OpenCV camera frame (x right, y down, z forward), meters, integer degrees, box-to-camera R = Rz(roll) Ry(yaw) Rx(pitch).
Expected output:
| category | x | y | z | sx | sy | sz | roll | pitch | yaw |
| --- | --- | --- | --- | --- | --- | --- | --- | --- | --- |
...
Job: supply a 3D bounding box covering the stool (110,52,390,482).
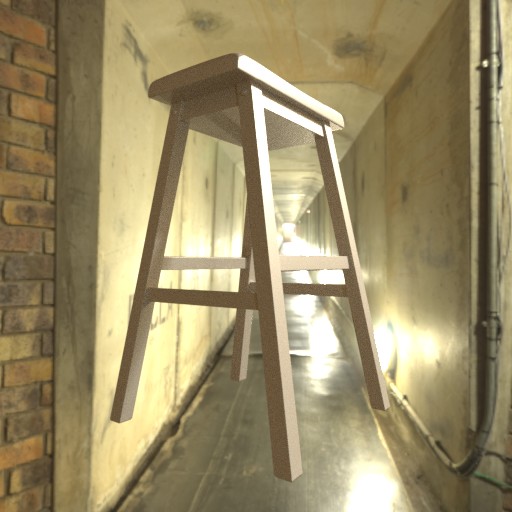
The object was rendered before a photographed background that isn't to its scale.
| category | x | y | z | sx | sy | sz | roll | pitch | yaw |
| --- | --- | --- | --- | --- | --- | --- | --- | --- | --- |
| stool | 0.000 | 0.000 | 1.041 | 0.476 | 0.737 | 0.457 | -1 | -1 | 36 |
